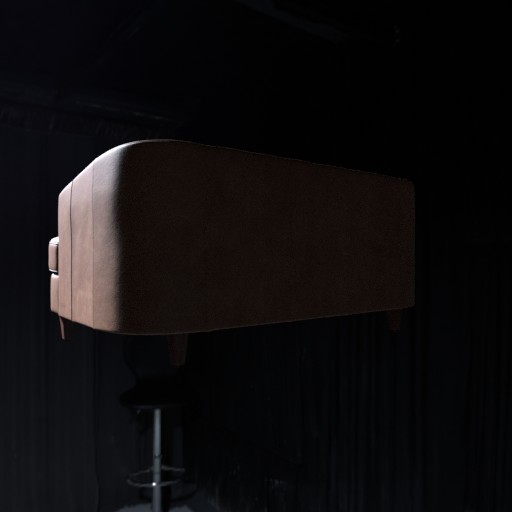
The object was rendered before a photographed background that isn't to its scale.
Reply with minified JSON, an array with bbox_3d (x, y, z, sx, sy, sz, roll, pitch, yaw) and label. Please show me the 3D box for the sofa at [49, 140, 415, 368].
[{"bbox_3d":[0.000,0.000,2.226,1.755,0.786,0.914,0,0,-37],"label":"sofa"}]
